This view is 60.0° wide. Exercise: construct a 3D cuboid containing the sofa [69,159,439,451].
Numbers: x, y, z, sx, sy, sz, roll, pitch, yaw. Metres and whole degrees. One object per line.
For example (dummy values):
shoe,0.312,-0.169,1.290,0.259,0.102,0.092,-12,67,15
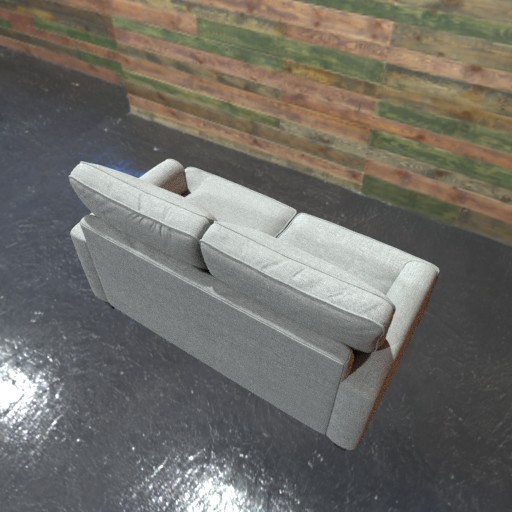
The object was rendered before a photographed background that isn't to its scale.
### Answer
sofa,0.000,0.000,2.238,1.651,0.965,0.965,25,51,22
